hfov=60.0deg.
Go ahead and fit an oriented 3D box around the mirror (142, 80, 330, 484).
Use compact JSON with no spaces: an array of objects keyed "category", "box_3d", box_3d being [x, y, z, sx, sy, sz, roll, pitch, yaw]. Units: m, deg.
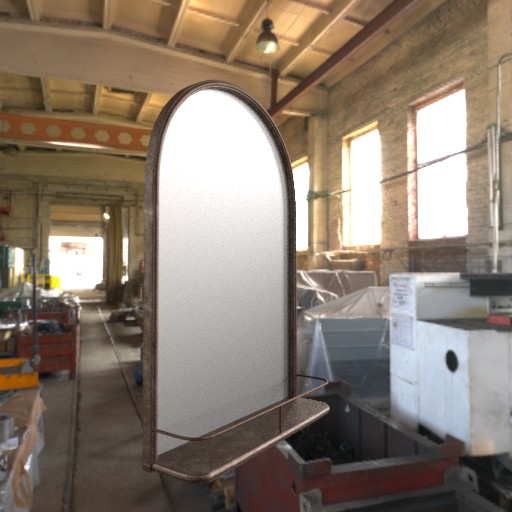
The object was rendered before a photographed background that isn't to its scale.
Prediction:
[{"category":"mirror","box_3d":[0.000,0.000,0.967,0.137,0.770,0.510,-1,-2,36]}]
